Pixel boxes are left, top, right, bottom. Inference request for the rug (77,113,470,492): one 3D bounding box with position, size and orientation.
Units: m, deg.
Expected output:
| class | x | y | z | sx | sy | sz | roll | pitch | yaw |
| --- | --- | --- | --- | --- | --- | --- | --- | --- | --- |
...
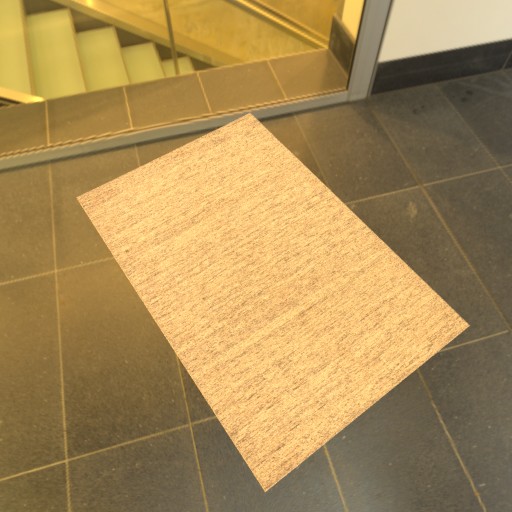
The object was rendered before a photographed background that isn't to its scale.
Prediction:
| class | x | y | z | sx | sy | sz | roll | pitch | yaw |
| --- | --- | --- | --- | --- | --- | --- | --- | --- | --- |
| rug | 0.000 | 0.000 | 2.346 | 1.225 | 0.013 | 1.840 | -31 | 63 | -18 |
